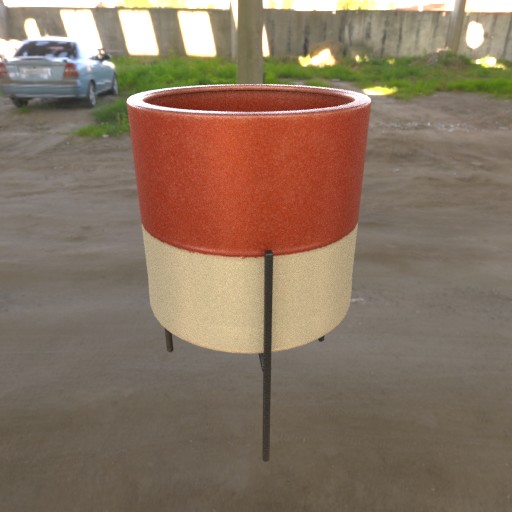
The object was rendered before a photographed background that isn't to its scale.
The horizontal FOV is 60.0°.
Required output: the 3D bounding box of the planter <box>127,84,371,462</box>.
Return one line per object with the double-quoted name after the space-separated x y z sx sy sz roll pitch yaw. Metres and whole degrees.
0.000 0.000 0.515 0.251 0.354 0.235 -18 32 -32 "planter"
